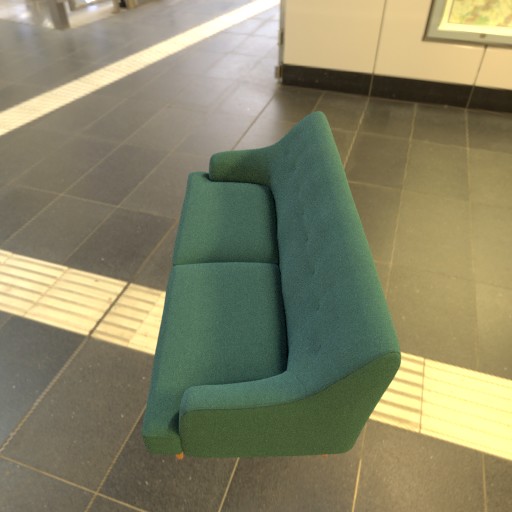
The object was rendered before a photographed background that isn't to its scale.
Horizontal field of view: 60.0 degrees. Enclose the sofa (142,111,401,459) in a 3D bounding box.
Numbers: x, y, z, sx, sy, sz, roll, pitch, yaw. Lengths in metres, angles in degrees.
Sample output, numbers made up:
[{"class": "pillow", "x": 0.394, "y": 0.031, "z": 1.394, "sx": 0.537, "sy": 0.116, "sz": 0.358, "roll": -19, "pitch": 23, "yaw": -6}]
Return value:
[{"class": "sofa", "x": 0.000, "y": 0.000, "z": 2.494, "sx": 0.978, "sy": 0.871, "sz": 2.057, "roll": -1, "pitch": 41, "yaw": -1}]
